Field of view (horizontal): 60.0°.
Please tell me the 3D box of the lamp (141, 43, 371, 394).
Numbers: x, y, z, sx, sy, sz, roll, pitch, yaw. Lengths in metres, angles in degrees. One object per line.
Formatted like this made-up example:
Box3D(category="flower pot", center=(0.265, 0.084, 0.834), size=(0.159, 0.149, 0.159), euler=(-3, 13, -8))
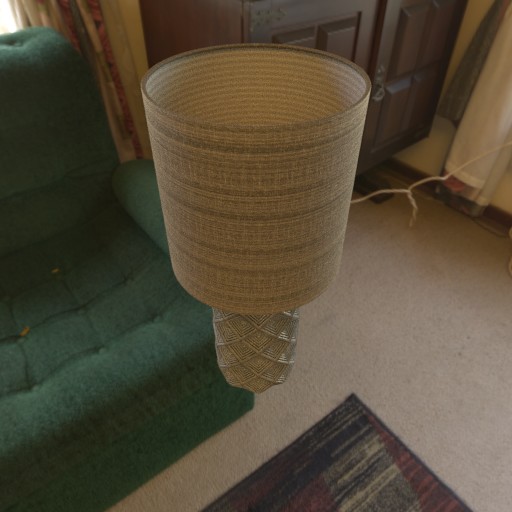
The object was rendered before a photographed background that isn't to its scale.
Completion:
Box3D(category="lamp", center=(0.000, 0.000, 0.713), size=(0.269, 0.566, 0.268), euler=(25, 47, 26))
